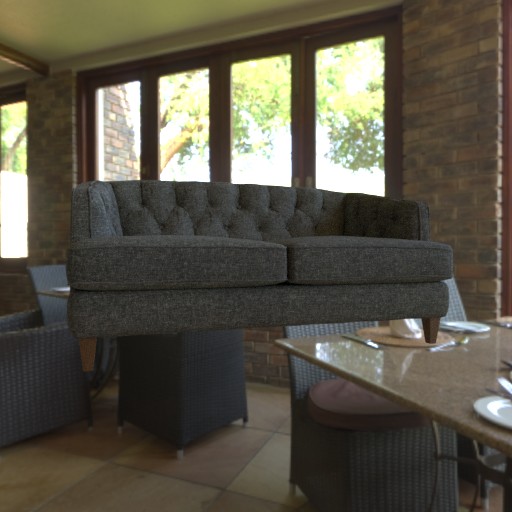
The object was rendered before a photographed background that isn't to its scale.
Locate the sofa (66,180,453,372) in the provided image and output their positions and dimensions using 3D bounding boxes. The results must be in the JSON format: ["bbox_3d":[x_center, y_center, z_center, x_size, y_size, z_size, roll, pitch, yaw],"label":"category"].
[{"bbox_3d":[0.000,0.000,2.265,1.733,0.855,0.941,0,1,-18],"label":"sofa"}]
